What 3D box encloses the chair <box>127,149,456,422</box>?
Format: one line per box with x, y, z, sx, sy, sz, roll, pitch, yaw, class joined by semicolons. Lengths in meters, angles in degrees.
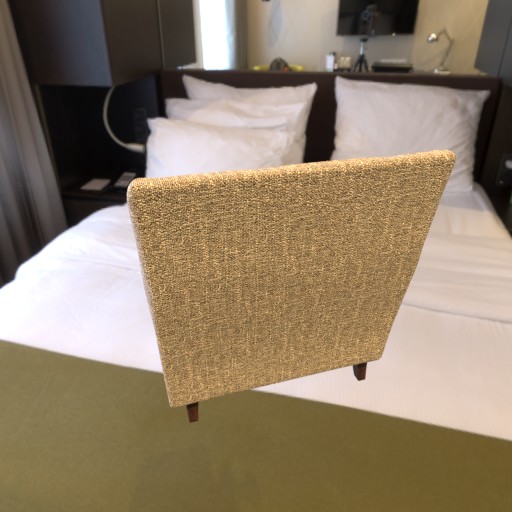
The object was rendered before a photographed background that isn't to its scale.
0.000;0.000;1.643;0.864;0.928;0.873;-9;29;-16;chair
